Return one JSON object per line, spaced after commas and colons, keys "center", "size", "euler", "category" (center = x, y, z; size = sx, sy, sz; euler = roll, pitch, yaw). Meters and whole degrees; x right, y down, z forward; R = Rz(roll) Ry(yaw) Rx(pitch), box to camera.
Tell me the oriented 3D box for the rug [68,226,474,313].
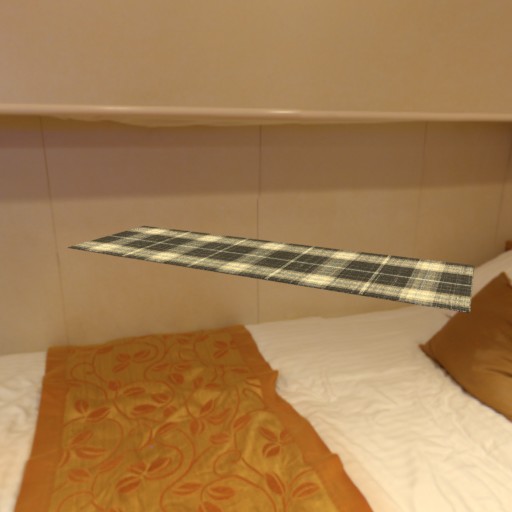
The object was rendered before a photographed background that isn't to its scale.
{"center": [0.000, 0.000, 2.750], "size": [2.434, 0.012, 0.760], "euler": [8, 18, 26], "category": "rug"}
